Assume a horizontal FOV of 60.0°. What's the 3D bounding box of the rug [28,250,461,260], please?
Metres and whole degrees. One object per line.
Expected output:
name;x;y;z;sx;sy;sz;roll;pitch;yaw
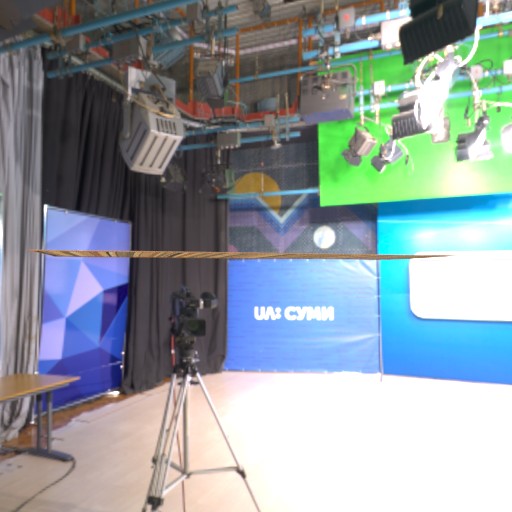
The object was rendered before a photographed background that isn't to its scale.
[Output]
rug;0.000;0.000;2.777;2.444;0.010;0.799;1;-2;-17
